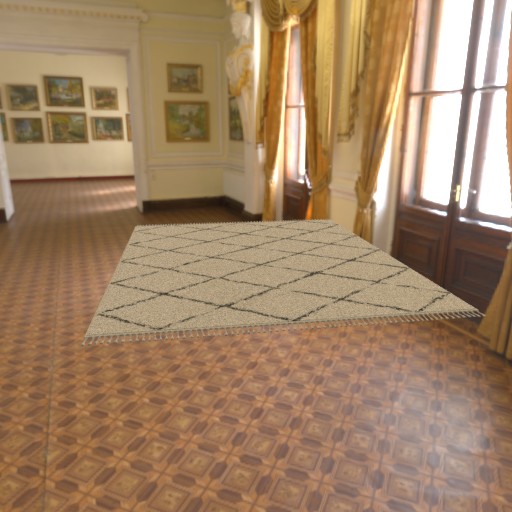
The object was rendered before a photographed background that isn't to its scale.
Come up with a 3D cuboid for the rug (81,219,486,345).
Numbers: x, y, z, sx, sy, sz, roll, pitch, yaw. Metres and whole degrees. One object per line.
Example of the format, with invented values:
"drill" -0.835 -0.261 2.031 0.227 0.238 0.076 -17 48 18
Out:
"rug" 0.000 0.000 3.977 2.380 0.013 3.051 -3 16 -9
